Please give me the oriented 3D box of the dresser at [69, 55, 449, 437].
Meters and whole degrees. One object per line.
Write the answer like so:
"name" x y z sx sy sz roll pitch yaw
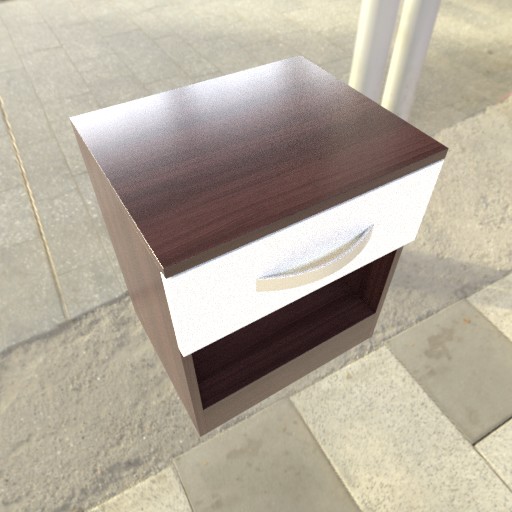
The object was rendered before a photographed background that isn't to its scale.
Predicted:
"dresser" 0.000 0.000 0.766 0.400 0.470 0.360 -24 52 -21
